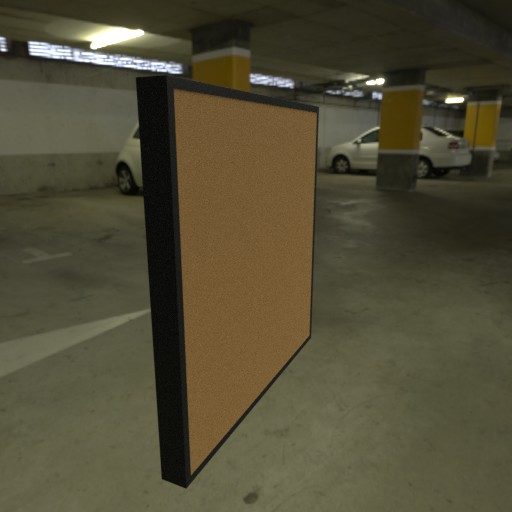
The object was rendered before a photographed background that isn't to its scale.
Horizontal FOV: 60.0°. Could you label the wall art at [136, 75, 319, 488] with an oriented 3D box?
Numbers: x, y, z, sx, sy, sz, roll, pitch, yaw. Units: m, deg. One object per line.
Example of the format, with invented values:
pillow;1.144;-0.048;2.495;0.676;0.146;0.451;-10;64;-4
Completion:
wall art;0.000;0.000;0.749;0.040;0.509;0.509;7;16;25
